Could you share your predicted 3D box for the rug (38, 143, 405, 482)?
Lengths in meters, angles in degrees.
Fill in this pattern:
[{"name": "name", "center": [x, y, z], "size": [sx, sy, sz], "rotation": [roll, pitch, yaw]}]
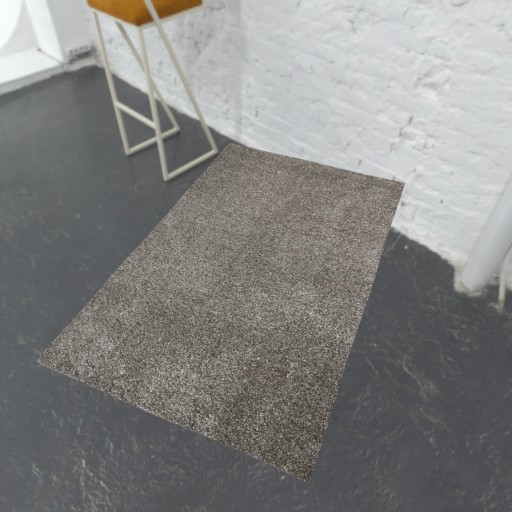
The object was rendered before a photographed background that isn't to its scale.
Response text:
[{"name": "rug", "center": [0.000, 0.000, 2.871], "size": [1.501, 0.025, 2.352], "rotation": [17, 47, 16]}]
